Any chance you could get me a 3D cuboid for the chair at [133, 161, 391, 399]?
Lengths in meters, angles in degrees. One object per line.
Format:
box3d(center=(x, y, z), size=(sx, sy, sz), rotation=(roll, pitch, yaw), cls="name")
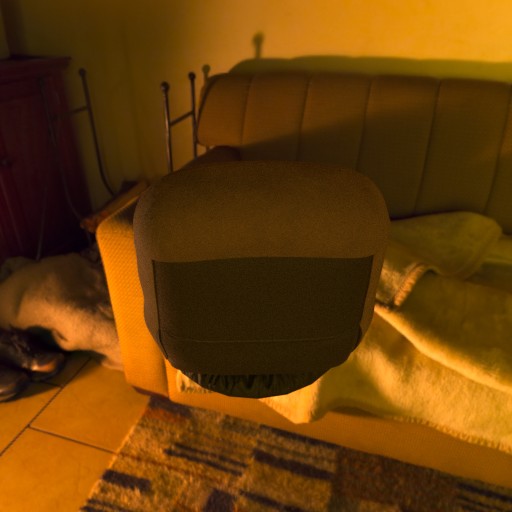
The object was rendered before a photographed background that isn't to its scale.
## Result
box3d(center=(0.000, 0.000, 1.035), size=(0.521, 0.594, 0.597), rotation=(-1, 29, -2), cls="chair")
